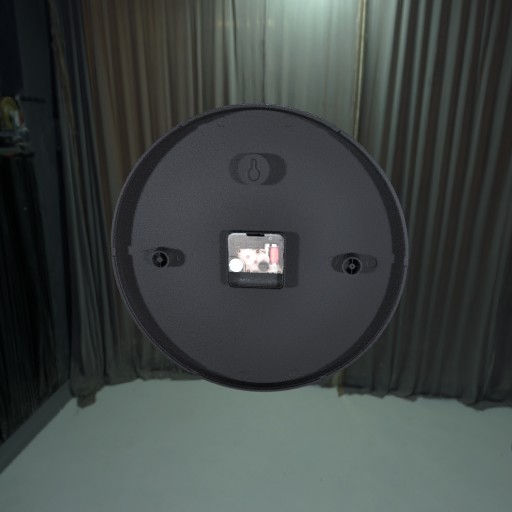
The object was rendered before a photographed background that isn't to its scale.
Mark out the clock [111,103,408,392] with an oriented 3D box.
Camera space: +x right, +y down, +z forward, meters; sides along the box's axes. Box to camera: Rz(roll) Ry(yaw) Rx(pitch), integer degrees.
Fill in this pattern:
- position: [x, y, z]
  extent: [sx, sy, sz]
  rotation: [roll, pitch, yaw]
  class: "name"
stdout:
- position: [0.000, 0.000, 0.450]
  extent: [0.293, 0.293, 0.040]
  rotation: [2, 16, 7]
  class: "clock"
